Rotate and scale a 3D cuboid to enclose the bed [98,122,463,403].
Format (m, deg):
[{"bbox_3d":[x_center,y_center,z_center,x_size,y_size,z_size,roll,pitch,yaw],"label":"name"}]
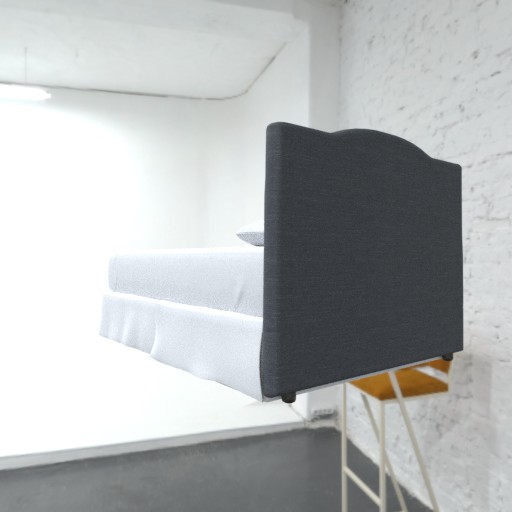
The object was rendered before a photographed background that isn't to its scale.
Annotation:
[{"bbox_3d":[0.000,0.000,3.553,1.747,1.441,2.507,0,0,-37],"label":"bed"}]
